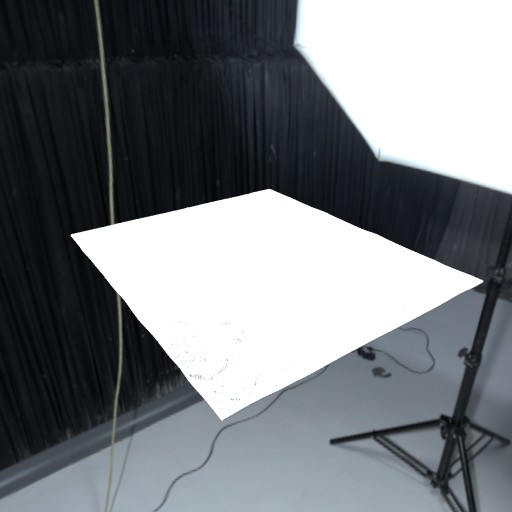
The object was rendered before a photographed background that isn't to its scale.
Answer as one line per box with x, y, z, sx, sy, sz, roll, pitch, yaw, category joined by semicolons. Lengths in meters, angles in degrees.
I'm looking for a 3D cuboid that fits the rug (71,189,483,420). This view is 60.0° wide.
0.000;0.000;0.884;0.548;0.006;0.639;-18;32;-31;rug
